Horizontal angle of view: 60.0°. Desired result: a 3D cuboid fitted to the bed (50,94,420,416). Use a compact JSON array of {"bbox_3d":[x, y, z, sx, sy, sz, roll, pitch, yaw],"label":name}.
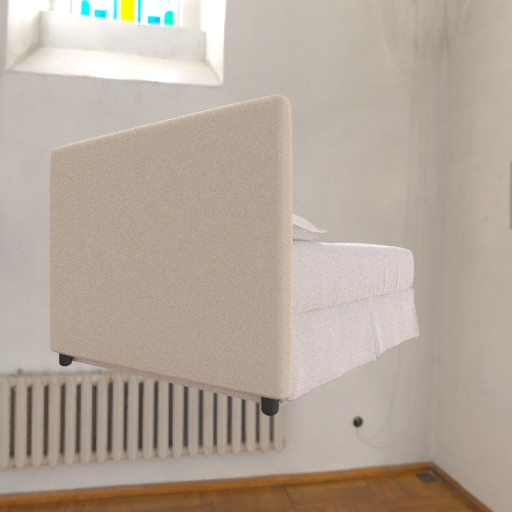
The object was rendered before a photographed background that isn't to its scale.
[{"bbox_3d":[0.000,0.000,3.109,1.714,1.330,2.147,0,0,34],"label":"bed"}]
